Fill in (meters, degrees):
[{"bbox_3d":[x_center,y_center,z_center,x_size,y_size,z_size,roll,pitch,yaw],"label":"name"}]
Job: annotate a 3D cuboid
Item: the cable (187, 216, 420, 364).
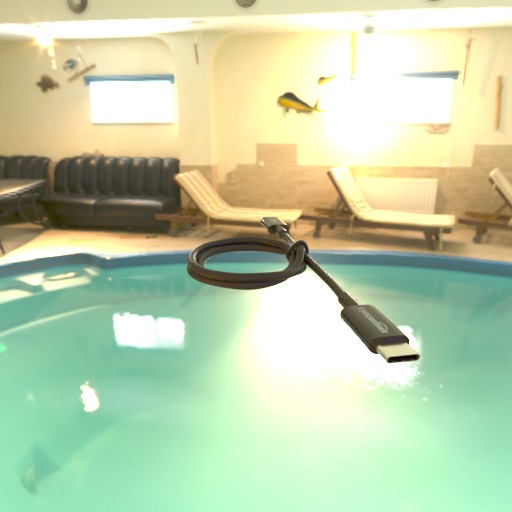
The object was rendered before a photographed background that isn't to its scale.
[{"bbox_3d":[0.000,0.000,0.224,0.070,0.014,0.203,-3,17,-10],"label":"cable"}]
